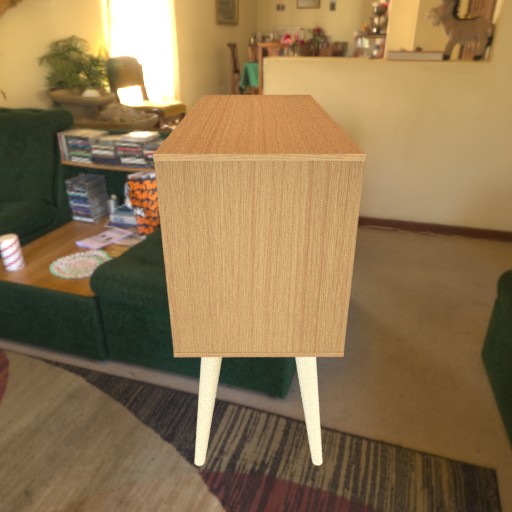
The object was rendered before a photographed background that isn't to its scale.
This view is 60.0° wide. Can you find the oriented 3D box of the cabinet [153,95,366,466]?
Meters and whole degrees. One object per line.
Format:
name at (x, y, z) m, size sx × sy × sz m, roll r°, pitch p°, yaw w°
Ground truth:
cabinet at (0.000, 0.000, 1.652) m, size 0.470 × 1.016 × 1.057 m, roll 0°, pitch 26°, yaw 0°
